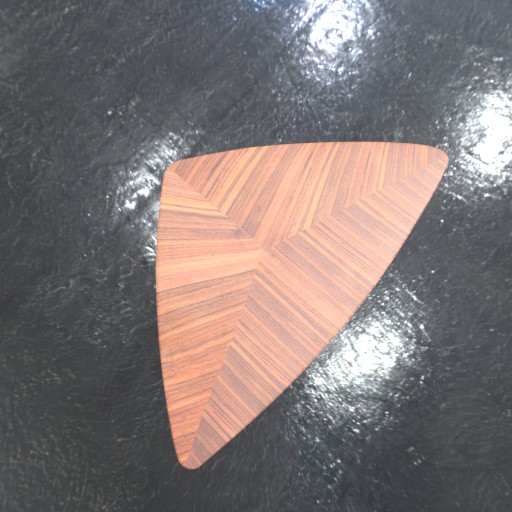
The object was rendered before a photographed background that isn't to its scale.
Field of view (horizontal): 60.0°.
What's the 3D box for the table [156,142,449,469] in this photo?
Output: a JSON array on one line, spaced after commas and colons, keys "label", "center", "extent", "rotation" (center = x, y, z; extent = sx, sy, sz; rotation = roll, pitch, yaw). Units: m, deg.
[{"label": "table", "center": [0.000, 0.000, 1.284], "extent": [0.601, 0.365, 1.008], "rotation": [40, 79, 9]}]
